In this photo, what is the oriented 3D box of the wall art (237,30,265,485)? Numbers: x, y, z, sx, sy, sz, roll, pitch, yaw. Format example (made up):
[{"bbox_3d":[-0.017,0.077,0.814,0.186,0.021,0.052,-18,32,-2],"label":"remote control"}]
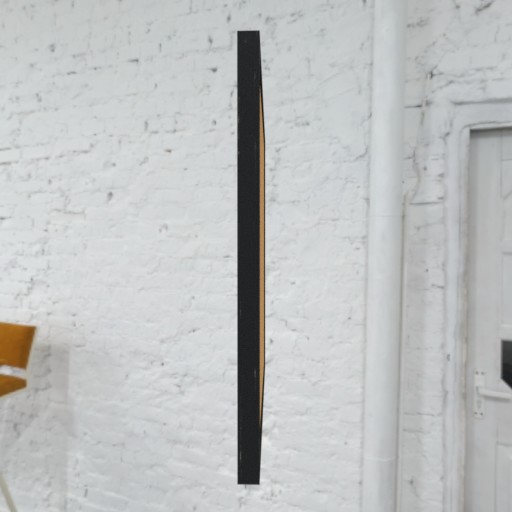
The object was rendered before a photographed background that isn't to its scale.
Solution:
[{"bbox_3d":[0.000,0.000,1.122,0.037,0.761,0.761,0,1,2],"label":"wall art"}]
